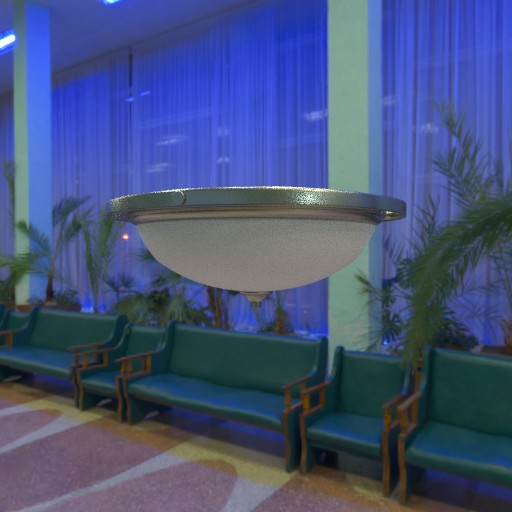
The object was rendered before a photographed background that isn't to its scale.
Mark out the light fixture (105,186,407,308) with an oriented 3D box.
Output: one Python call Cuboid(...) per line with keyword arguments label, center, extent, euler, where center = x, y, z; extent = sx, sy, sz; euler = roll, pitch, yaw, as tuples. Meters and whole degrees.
Cuboid(label="light fixture", center=(0.000, 0.000, 0.562), extent=(0.361, 0.130, 0.361), euler=(0, 1, 0))
